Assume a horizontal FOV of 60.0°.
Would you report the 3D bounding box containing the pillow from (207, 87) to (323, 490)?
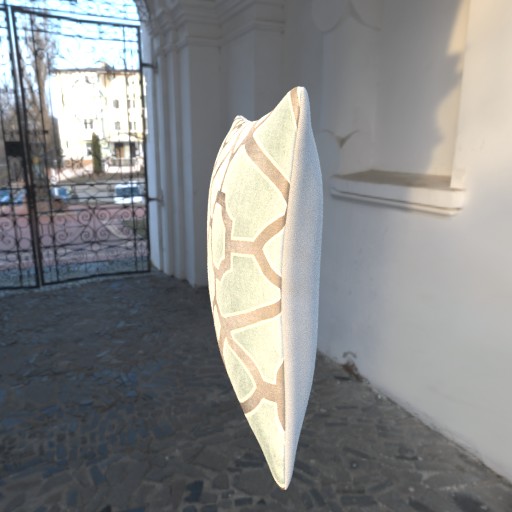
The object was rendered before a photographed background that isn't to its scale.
[{"bbox_3d":[0.000,0.000,0.789,0.166,0.508,0.552,-2,15,-9],"label":"pillow"}]
